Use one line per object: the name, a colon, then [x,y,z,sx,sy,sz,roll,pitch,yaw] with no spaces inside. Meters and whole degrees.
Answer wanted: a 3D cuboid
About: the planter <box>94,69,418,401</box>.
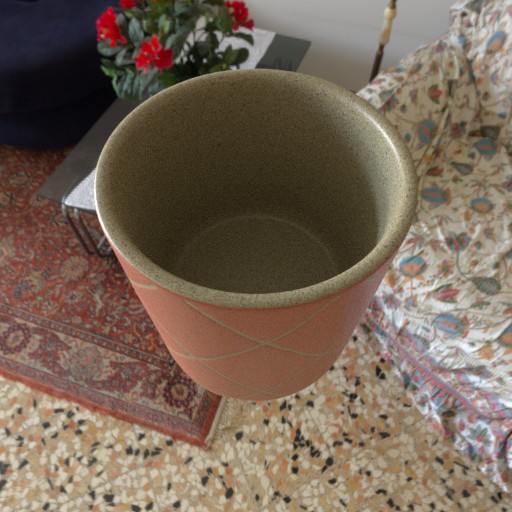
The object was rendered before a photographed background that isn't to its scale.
planter: [0.000,0.000,0.347,0.191,0.200,0.191,0,57,0]
